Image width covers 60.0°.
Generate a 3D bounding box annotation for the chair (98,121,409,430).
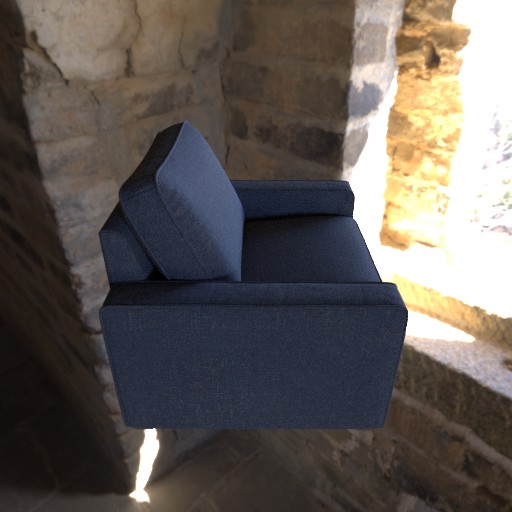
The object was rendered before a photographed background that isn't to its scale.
[{"bbox_3d":[0.000,0.000,1.771,0.940,0.919,1.017,0,32,0],"label":"chair"}]
